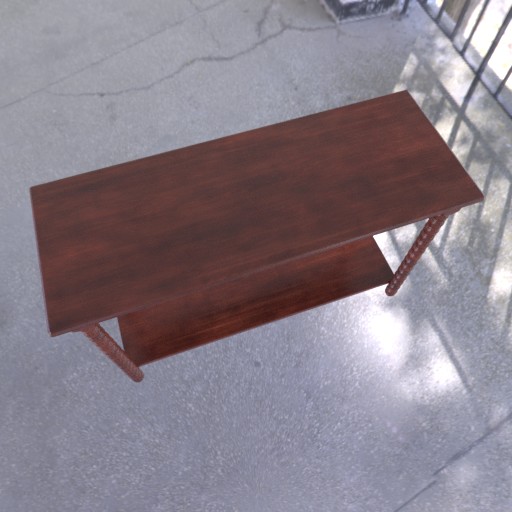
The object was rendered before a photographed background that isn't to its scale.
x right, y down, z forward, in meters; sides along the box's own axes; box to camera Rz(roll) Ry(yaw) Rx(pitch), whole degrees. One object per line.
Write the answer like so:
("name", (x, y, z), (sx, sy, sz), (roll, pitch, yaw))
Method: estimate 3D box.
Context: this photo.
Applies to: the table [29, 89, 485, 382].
("table", (0.000, 0.000, 1.544), (1.184, 0.740, 0.459), (-17, 63, -9))
